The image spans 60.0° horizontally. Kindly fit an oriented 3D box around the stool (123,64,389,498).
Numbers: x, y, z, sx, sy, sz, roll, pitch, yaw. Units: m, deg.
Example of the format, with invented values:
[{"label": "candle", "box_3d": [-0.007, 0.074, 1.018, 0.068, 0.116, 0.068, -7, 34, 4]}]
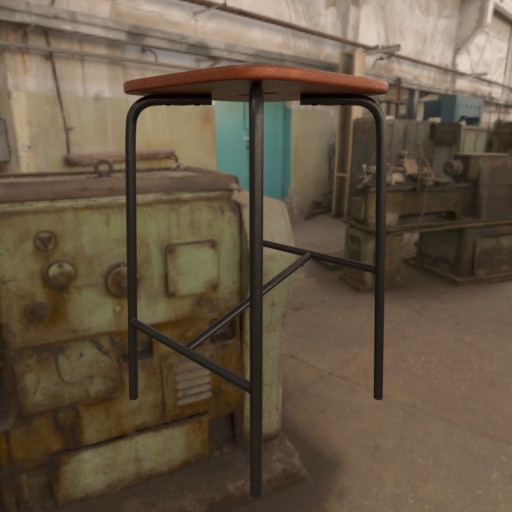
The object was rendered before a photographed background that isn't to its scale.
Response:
[{"label": "stool", "box_3d": [0.000, 0.000, 0.835, 0.376, 0.610, 0.376, 15, 22, 43]}]
